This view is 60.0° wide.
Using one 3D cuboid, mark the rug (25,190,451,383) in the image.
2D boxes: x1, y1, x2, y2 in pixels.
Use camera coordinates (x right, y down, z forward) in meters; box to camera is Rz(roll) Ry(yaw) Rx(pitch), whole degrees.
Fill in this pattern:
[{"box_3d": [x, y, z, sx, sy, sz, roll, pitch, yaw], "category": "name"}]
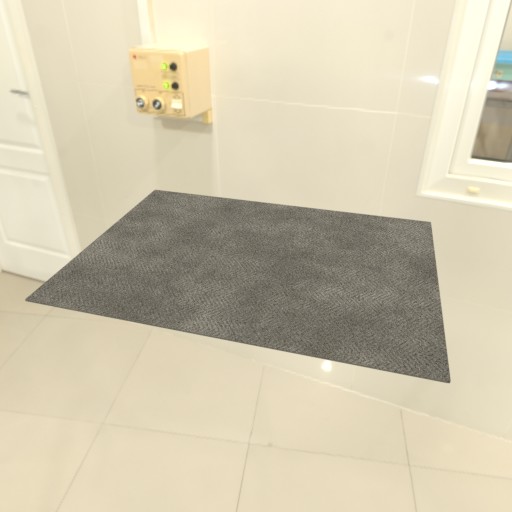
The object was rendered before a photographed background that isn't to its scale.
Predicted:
[{"box_3d": [0.000, 0.000, 2.871, 2.235, 0.008, 1.600, 8, 33, 13], "category": "rug"}]
